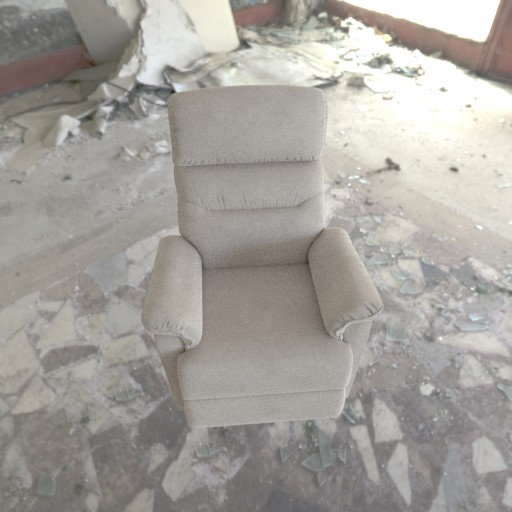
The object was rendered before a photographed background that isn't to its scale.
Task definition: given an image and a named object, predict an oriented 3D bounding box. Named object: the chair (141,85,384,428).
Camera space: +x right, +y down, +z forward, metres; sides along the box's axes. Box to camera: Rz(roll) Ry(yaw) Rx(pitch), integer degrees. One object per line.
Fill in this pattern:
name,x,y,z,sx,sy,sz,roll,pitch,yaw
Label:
chair,0.000,0.000,1.788,0.820,1.039,1.001,-3,44,-3
